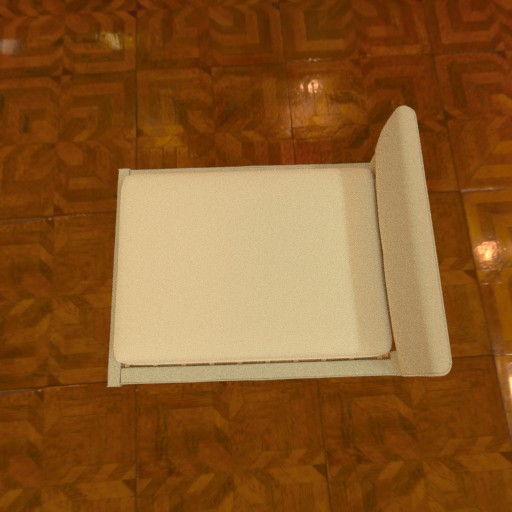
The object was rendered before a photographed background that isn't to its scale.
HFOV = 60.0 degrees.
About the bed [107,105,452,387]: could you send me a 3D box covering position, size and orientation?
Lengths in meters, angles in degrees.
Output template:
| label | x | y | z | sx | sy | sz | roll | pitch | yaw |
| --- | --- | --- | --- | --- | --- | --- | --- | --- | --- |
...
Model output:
| label | x | y | z | sx | sy | sz | roll | pitch | yaw |
| --- | --- | --- | --- | --- | --- | --- | --- | --- | --- |
| bed | 0.000 | 0.000 | 3.360 | 2.368 | 1.067 | 1.840 | -2 | 75 | -1 |
